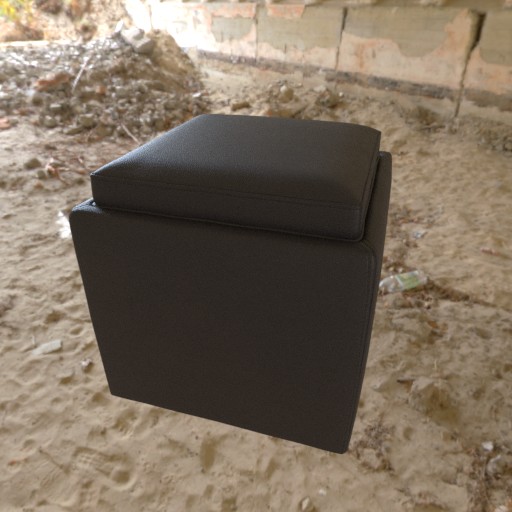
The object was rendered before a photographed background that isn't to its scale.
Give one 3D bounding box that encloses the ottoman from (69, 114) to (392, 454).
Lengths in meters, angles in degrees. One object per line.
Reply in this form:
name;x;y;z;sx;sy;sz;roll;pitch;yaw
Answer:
ottoman;0.000;0.000;0.834;0.451;0.460;0.450;9;31;15
